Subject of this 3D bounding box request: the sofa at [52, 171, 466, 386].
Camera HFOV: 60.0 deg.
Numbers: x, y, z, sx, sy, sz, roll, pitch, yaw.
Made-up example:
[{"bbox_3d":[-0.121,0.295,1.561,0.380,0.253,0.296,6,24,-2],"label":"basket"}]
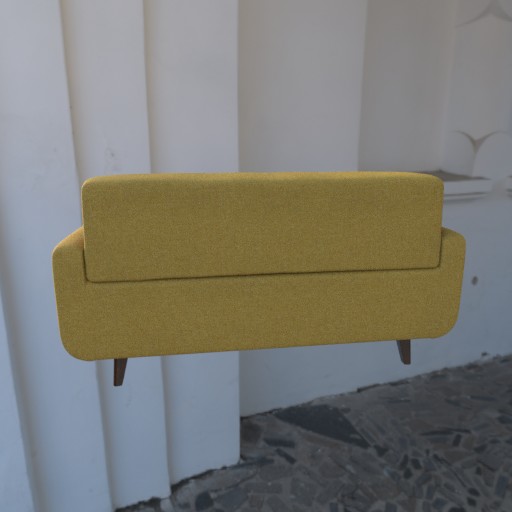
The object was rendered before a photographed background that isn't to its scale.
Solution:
[{"bbox_3d":[0.000,0.000,2.166,1.631,0.841,0.909,-2,14,-8],"label":"sofa"}]
